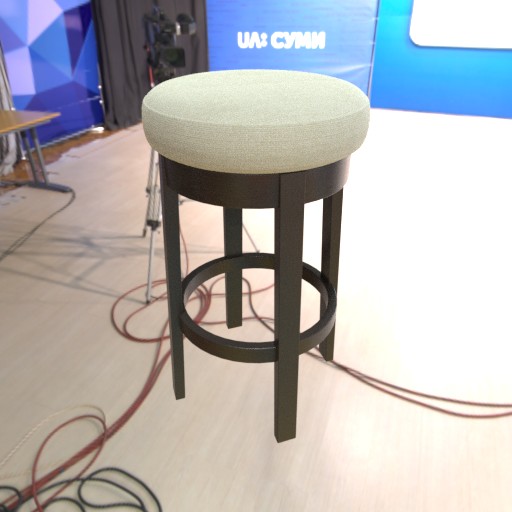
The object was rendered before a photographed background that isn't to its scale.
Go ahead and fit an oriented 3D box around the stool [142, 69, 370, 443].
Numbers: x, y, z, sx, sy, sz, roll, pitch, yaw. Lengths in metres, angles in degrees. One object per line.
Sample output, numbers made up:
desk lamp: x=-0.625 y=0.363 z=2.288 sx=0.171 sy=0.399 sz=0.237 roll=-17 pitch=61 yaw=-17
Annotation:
stool: x=0.000 y=0.000 z=1.017 sx=0.446 sy=0.758 sz=0.446 roll=0 pitch=31 yaw=0
